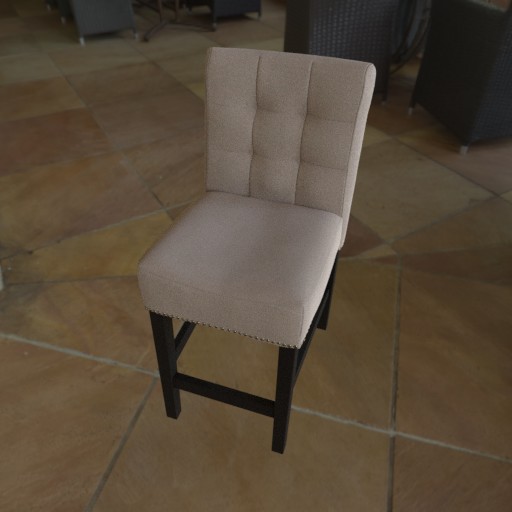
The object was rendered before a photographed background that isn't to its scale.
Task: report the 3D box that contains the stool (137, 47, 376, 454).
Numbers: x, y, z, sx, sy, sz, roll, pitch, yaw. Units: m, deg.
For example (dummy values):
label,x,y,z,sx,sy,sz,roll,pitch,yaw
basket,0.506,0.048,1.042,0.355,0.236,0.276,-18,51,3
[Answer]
label,x,y,z,sx,sy,sz,roll,pitch,yaw
stool,0.000,0.000,1.177,0.427,0.885,0.571,12,42,14
